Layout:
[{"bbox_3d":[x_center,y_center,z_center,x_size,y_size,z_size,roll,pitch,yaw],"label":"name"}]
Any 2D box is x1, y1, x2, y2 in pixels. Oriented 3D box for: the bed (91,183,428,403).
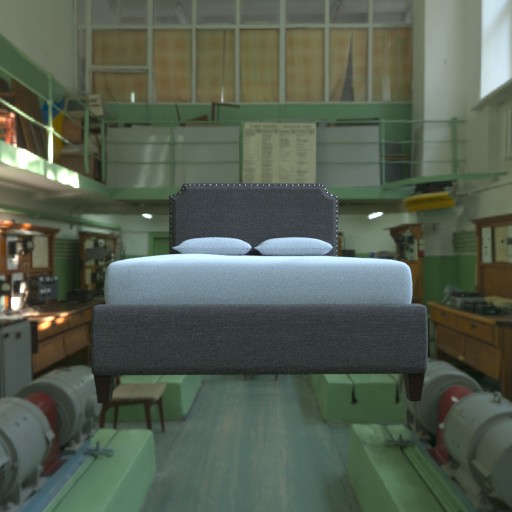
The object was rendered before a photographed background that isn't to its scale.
[{"bbox_3d":[0.000,0.000,3.378,1.713,1.457,2.381,0,0,-1],"label":"bed"}]
